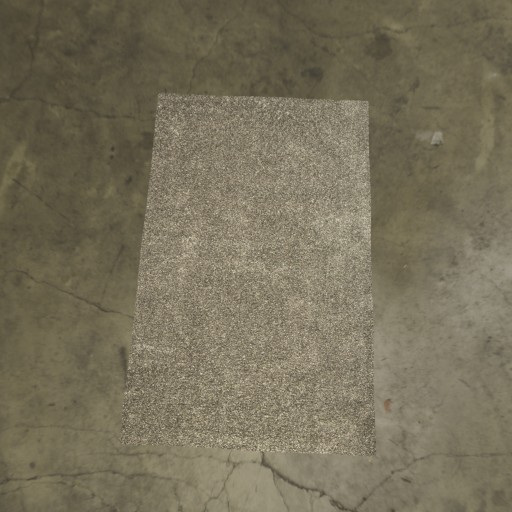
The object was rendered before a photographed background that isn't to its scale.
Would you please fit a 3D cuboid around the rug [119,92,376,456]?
[{"bbox_3d":[0.000,0.000,2.881,1.502,0.025,2.350,2,76,1],"label":"rug"}]
